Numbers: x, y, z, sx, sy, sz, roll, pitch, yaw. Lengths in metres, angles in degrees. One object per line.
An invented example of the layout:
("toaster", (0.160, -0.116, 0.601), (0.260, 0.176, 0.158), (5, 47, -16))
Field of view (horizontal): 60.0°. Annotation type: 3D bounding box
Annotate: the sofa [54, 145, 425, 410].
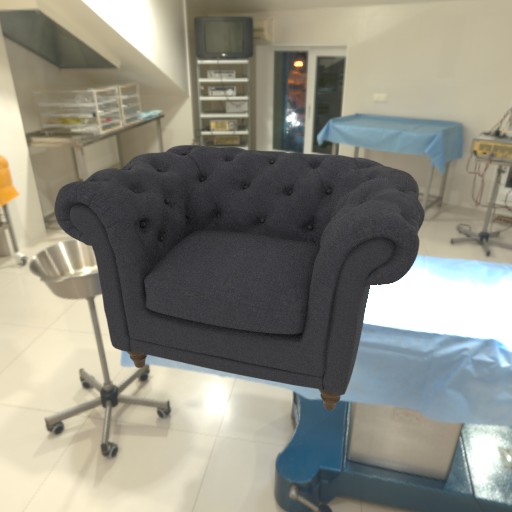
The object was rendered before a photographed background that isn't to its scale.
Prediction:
("sofa", (0.000, 0.000, 2.100), (1.405, 0.878, 1.032), (8, 27, 15))
